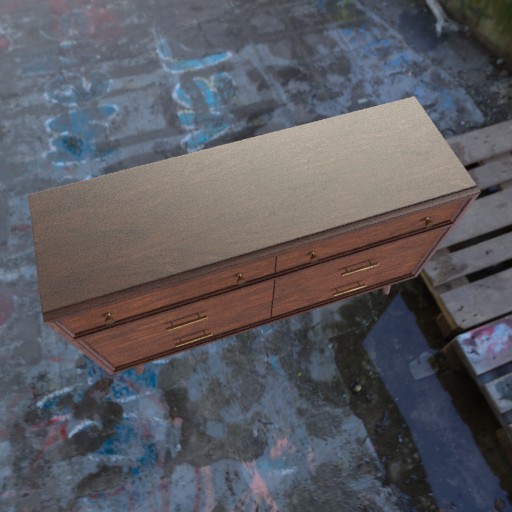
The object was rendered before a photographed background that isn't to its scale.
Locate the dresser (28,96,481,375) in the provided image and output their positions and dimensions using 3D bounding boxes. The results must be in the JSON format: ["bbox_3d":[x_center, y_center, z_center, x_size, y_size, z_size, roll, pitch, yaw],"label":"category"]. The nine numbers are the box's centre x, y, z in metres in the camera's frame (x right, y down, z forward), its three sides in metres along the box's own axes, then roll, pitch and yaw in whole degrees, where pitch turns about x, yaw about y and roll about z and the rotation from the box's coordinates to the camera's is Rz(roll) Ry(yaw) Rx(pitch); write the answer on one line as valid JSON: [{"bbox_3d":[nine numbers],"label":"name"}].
[{"bbox_3d":[0.000,0.000,1.904,1.472,0.889,0.500,-16,64,-8],"label":"dresser"}]
